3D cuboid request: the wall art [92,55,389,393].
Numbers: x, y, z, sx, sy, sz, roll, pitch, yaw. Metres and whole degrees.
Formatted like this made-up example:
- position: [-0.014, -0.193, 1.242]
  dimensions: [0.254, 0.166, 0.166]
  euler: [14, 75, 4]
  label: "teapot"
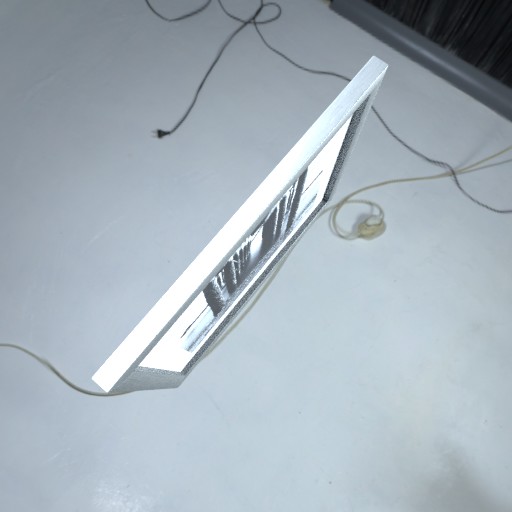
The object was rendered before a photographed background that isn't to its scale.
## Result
- position: [0.000, 0.000, 0.773]
  dimensions: [0.028, 0.457, 0.556]
  euler: [38, 77, 10]
  label: "wall art"
